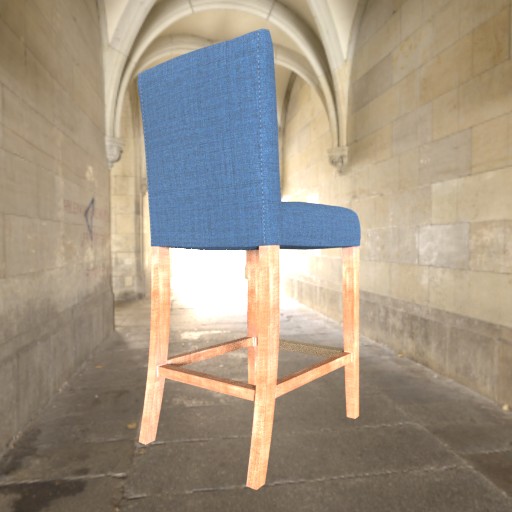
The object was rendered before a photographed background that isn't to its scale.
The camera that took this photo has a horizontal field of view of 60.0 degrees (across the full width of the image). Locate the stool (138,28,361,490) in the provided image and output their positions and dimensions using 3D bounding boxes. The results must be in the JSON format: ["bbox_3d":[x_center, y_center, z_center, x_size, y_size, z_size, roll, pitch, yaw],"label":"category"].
[{"bbox_3d":[0.000,0.000,1.328,0.454,1.039,0.567,1,2,36],"label":"stool"}]
